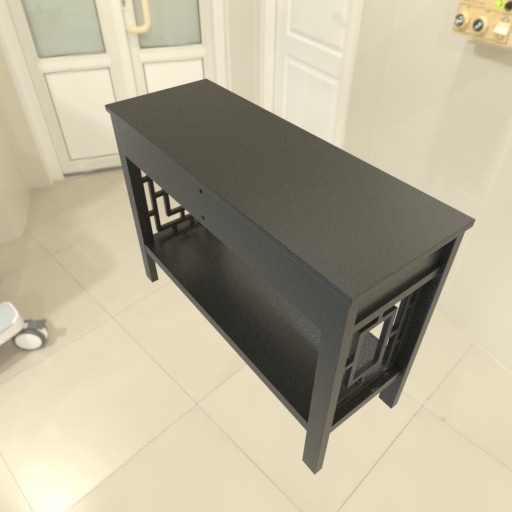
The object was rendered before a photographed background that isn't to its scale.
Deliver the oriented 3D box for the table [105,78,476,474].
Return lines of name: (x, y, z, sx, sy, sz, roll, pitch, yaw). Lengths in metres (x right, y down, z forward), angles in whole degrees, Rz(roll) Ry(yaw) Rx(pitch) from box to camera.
table: (0.000, 0.000, 1.435, 0.397, 0.753, 1.068, -27, 48, -27)
